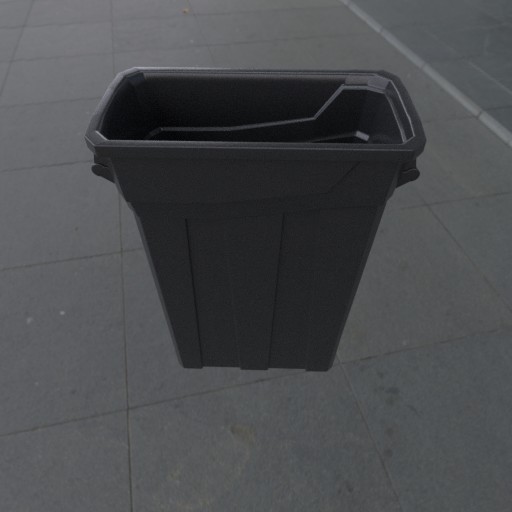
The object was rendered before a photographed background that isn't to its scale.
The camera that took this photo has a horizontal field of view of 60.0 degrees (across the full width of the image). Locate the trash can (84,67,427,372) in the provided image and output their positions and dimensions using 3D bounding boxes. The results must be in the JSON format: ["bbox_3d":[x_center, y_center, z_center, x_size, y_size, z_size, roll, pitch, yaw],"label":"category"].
[{"bbox_3d":[0.000,0.000,1.039,0.559,0.762,0.281,1,46,1],"label":"trash can"}]
